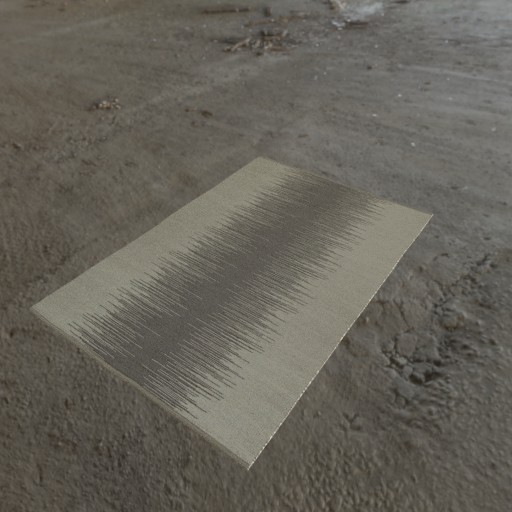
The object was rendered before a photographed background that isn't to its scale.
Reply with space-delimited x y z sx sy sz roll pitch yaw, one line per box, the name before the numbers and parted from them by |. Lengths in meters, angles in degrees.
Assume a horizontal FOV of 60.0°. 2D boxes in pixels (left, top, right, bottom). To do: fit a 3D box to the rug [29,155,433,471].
rug | 0.000 0.000 2.274 1.226 0.007 1.815 25 46 27
